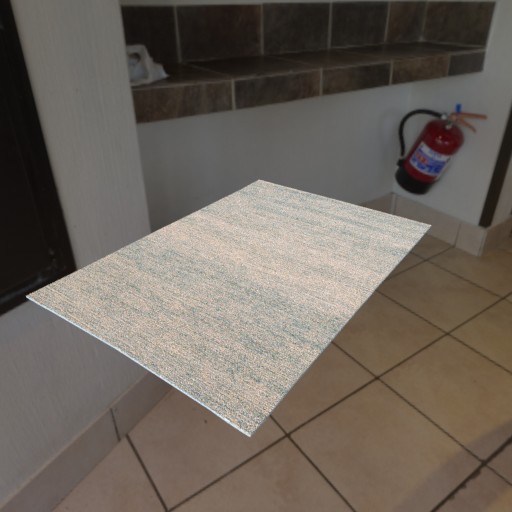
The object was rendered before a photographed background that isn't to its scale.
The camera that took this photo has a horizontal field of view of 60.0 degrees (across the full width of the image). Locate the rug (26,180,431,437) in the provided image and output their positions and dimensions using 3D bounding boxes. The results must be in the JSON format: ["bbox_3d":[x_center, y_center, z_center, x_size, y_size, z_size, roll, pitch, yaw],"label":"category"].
[{"bbox_3d":[0.000,0.000,2.951,1.613,0.030,2.306,20,36,31],"label":"rug"}]
